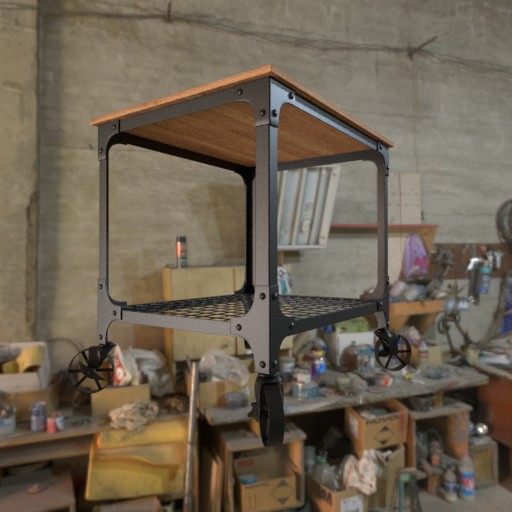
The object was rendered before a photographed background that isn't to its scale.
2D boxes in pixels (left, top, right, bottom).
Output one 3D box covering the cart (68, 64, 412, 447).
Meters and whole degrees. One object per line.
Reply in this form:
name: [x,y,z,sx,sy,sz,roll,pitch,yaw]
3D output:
cart: [0.000,0.000,1.079,0.558,0.603,0.666,0,0,36]
